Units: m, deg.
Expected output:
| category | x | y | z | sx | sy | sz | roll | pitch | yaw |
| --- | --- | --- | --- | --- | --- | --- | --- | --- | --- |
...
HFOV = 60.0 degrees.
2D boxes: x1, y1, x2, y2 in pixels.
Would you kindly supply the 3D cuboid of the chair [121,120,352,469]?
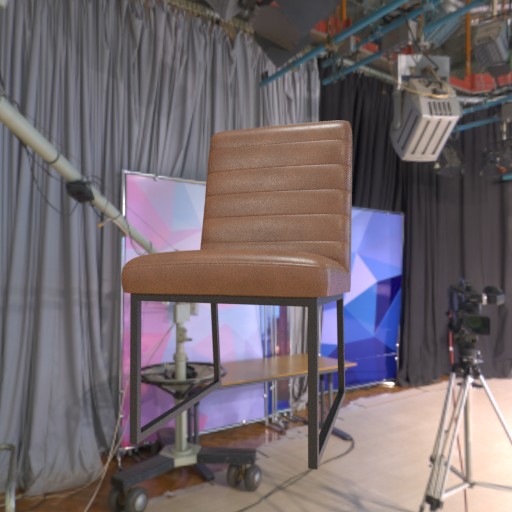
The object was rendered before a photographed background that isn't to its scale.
| category | x | y | z | sx | sy | sz | roll | pitch | yaw |
| --- | --- | --- | --- | --- | --- | --- | --- | --- | --- |
| chair | 0.000 | 0.000 | 1.312 | 0.520 | 0.930 | 0.634 | 0 | -1 | 17 |
